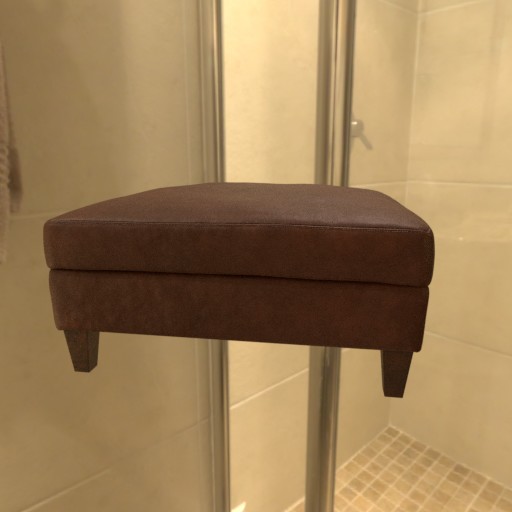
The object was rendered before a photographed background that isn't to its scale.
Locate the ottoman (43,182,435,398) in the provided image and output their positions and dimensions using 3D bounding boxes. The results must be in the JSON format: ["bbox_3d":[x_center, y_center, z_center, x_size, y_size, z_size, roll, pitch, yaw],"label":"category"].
[{"bbox_3d":[0.000,0.000,1.309,0.836,0.415,0.844,2,13,9],"label":"ottoman"}]
